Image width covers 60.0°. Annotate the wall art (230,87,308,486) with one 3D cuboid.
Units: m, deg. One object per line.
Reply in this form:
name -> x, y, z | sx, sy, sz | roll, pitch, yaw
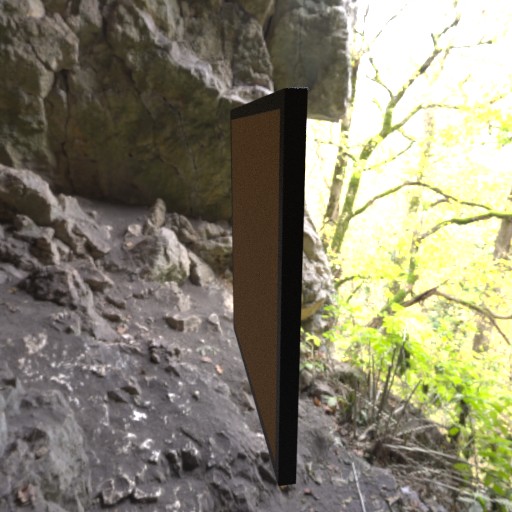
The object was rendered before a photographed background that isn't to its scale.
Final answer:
wall art -> 0.000, 0.000, 1.168 | 0.038, 0.765, 0.765 | -3, 16, -9
